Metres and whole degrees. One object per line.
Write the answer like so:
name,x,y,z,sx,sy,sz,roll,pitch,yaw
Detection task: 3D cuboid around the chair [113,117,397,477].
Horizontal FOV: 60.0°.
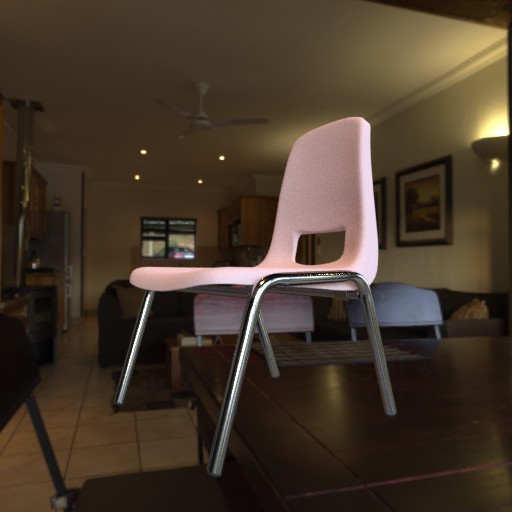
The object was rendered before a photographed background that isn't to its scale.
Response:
chair,0.000,0.000,0.776,0.385,0.536,0.354,1,-2,-36
